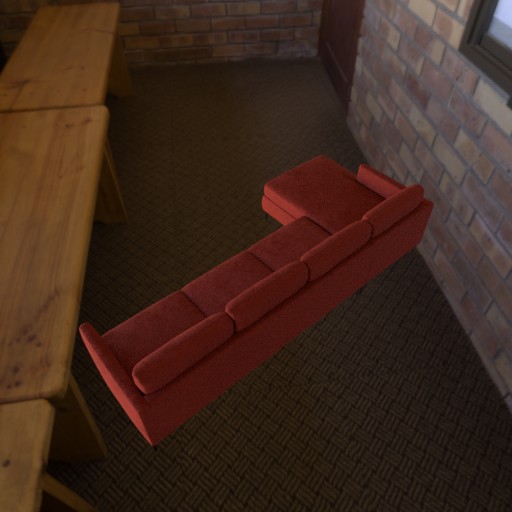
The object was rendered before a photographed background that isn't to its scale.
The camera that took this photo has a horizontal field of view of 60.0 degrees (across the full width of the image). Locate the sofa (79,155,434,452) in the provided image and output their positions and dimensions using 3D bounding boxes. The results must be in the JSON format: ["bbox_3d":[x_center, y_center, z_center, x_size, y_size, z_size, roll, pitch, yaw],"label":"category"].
[{"bbox_3d":[0.000,0.000,3.056,2.467,0.663,1.136,-32,54,-27],"label":"sofa"}]
